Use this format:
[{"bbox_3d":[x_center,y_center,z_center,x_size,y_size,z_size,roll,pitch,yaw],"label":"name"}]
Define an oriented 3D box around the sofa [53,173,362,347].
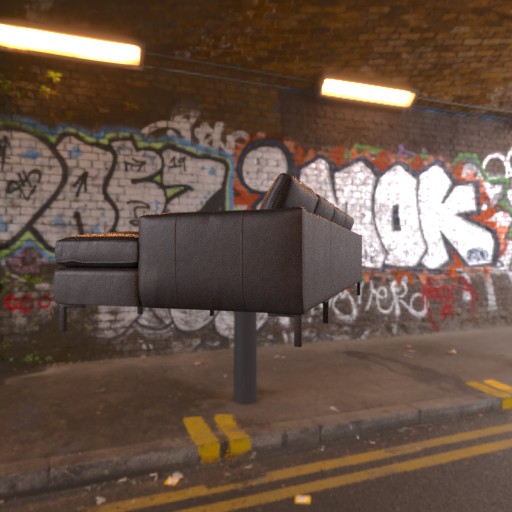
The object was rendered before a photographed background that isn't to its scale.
[{"bbox_3d":[0.000,0.000,3.693,1.471,0.859,2.993,0,0,19],"label":"sofa"}]
